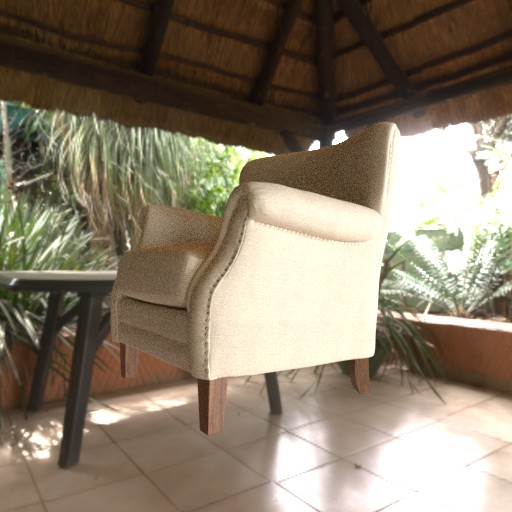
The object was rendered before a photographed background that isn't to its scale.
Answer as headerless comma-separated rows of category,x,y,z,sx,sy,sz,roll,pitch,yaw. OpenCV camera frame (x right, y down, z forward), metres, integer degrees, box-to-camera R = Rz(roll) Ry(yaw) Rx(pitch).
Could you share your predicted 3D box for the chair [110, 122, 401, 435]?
chair,0.000,0.000,1.653,0.921,0.936,0.861,0,0,-37
